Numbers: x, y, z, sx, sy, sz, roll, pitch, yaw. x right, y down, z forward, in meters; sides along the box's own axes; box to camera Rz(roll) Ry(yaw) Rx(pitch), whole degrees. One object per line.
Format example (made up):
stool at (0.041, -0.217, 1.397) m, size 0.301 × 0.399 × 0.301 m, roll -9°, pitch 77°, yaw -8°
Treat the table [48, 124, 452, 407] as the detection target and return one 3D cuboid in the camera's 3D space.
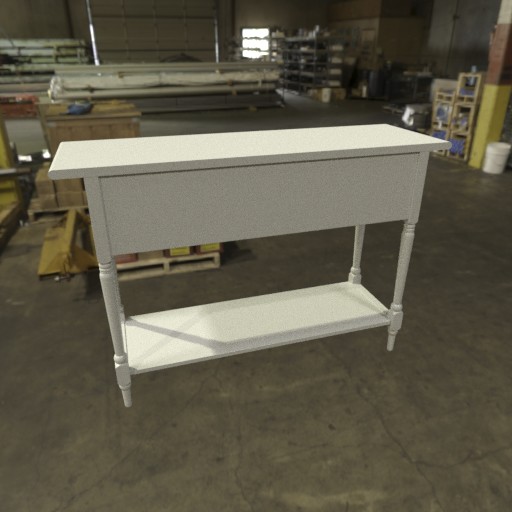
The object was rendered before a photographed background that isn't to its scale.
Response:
table at (0.000, 0.000, 1.589) m, size 1.197 × 0.808 × 0.384 m, roll -8°, pitch 27°, yaw -16°
